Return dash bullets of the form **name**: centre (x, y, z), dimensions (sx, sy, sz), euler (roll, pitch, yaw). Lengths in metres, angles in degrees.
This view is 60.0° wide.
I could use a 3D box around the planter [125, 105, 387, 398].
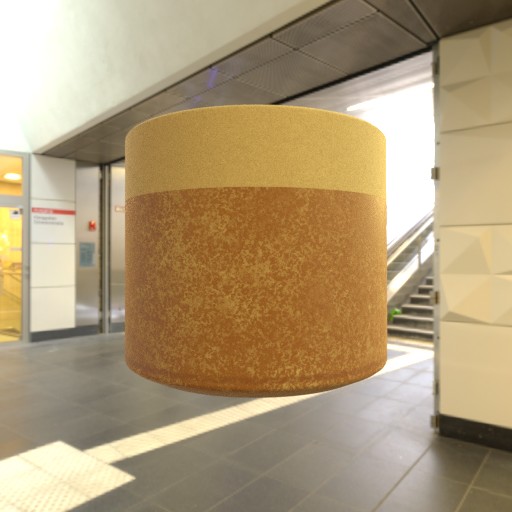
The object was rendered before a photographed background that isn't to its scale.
- **planter**: centre (0.000, 0.000, 0.280), dimensions (0.159, 0.138, 0.159), euler (0, 0, 0)
